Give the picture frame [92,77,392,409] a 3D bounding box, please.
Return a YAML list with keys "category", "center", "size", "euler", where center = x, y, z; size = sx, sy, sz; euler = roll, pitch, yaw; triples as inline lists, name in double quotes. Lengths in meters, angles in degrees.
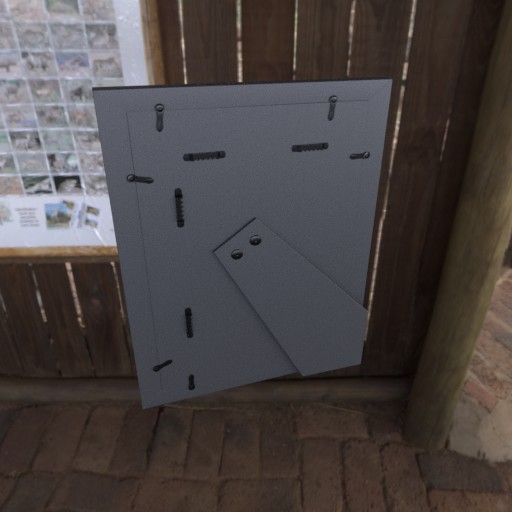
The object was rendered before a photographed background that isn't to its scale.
- category: "picture frame"
  center: [0.000, 0.000, 0.524]
  size: [0.307, 0.383, 0.036]
  euler: [-9, 28, -17]
